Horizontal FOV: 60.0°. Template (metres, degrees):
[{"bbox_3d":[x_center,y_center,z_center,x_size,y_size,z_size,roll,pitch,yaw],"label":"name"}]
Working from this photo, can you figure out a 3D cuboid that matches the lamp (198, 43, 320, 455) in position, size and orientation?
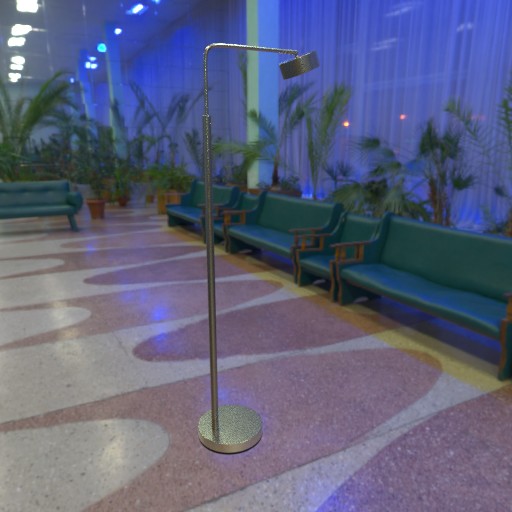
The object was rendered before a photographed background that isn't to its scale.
[{"bbox_3d":[0.000,0.000,1.426,0.421,1.250,0.222,-7,17,-26],"label":"lamp"}]
